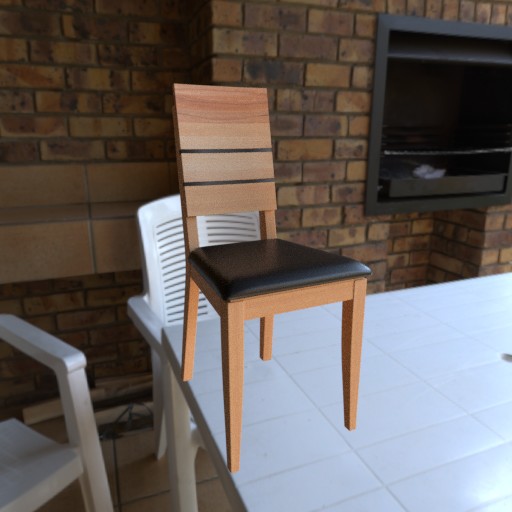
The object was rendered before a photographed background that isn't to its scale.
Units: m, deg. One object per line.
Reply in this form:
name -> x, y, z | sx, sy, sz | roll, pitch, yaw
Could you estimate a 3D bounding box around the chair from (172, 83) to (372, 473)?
chair -> 0.000, 0.000, 1.251 | 0.410, 0.940, 0.520 | -8, 17, -26
